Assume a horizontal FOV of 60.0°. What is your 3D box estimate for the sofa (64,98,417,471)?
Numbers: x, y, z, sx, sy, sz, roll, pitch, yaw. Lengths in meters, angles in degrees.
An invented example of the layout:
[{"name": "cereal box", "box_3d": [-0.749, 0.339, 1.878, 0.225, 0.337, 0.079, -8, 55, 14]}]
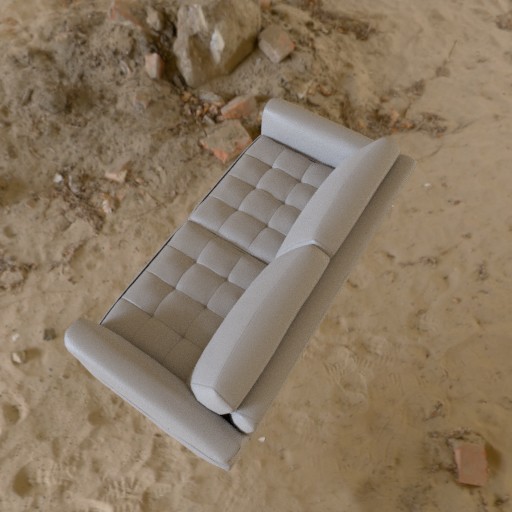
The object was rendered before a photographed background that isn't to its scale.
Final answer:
[{"name": "sofa", "box_3d": [0.000, 0.000, 2.689, 1.121, 0.930, 2.177, 30, 66, 15]}]
